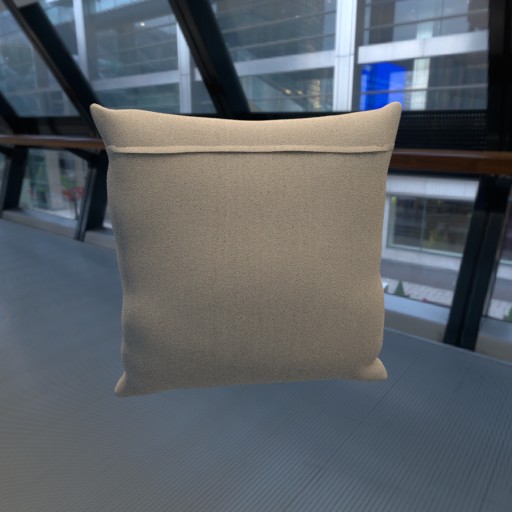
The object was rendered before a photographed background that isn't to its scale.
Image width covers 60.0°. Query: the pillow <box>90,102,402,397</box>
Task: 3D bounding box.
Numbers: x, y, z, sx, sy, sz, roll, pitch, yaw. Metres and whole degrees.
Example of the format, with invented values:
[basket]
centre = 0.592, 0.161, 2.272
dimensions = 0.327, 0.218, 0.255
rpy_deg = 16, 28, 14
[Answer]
[pillow]
centre = 0.000, 0.000, 0.662
dimensions = 0.440, 0.441, 0.182
rpy_deg = -2, 15, -8
